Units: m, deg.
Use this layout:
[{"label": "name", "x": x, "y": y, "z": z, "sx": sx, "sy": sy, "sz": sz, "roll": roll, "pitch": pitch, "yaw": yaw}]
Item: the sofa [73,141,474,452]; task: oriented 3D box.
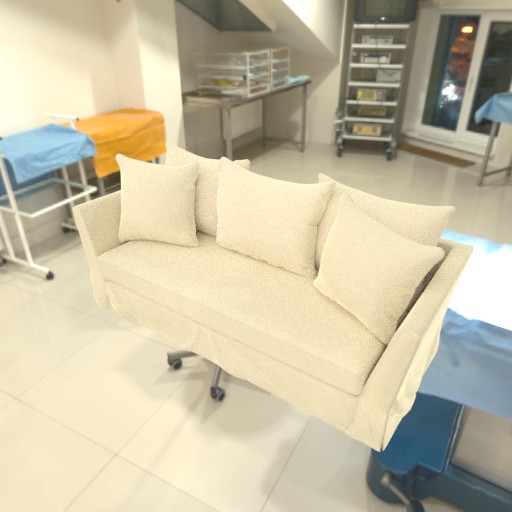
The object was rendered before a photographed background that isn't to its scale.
[{"label": "sofa", "x": 0.000, "y": 0.000, "z": 2.790, "sx": 2.290, "sy": 1.034, "sz": 1.031, "roll": 19, "pitch": 35, "yaw": 30}]
